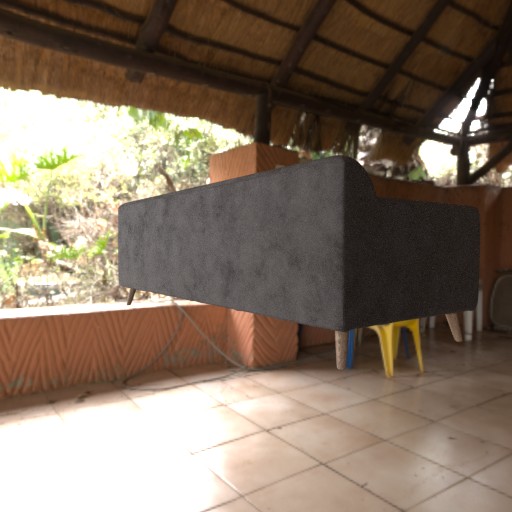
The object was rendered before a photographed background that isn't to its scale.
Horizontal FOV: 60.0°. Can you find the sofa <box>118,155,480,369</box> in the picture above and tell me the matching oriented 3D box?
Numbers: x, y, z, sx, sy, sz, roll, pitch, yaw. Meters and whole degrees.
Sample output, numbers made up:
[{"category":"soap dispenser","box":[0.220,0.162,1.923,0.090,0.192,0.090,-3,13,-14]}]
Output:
[{"category":"sofa","box":[0.000,0.000,2.592,0.900,0.740,2.190,-1,1,-36]}]
